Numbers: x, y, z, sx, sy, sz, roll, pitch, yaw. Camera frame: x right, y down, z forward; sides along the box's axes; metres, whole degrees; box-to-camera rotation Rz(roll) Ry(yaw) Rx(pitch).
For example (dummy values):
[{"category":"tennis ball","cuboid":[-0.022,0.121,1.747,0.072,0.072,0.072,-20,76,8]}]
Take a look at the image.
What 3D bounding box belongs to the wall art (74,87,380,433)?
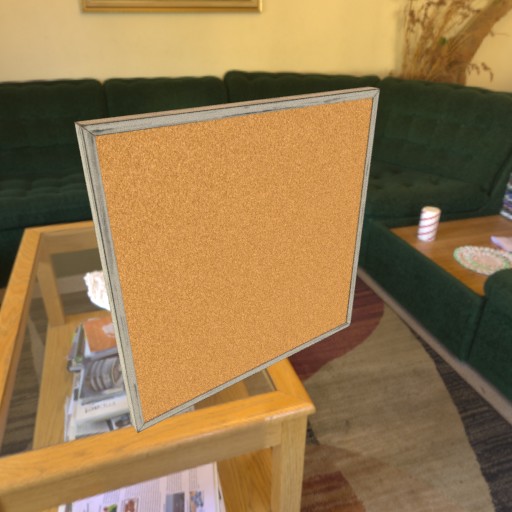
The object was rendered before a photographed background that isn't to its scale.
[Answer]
[{"category":"wall art","cuboid":[0.000,0.000,1.144,0.761,0.761,0.037,-19,34,-31]}]
